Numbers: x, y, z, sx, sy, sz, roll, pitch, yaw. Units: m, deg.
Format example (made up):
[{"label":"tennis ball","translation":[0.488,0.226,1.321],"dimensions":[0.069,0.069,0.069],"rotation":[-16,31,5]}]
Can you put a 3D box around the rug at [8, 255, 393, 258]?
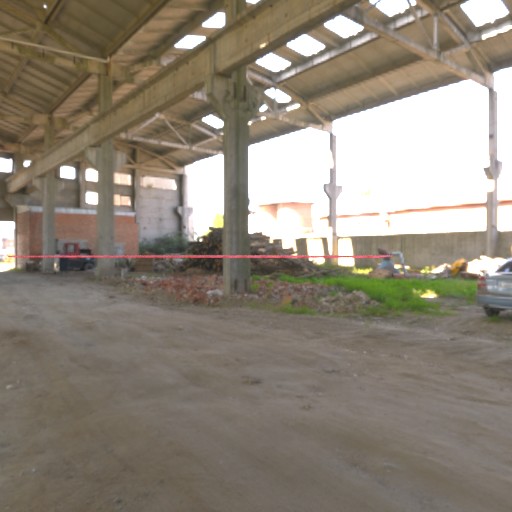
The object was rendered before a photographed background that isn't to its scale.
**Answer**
[{"label":"rug","translation":[0.000,0.000,4.140],"dimensions":[2.389,0.011,3.306],"rotation":[0,0,18]}]
